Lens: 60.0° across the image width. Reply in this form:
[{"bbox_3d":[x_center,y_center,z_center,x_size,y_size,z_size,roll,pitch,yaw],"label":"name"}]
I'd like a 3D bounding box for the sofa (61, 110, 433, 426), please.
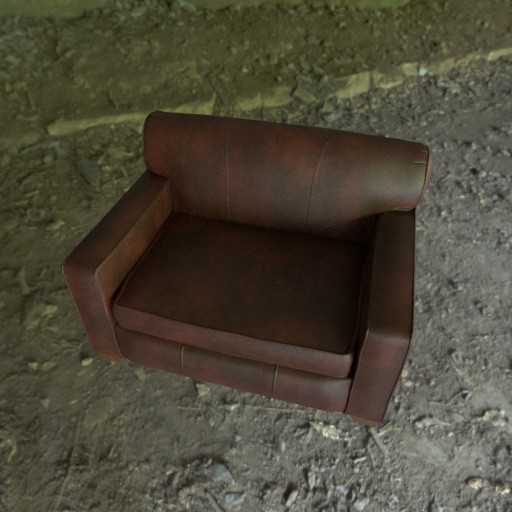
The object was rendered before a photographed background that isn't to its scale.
[{"bbox_3d":[0.000,0.000,2.064,1.413,0.956,1.000,10,42,12],"label":"sofa"}]
